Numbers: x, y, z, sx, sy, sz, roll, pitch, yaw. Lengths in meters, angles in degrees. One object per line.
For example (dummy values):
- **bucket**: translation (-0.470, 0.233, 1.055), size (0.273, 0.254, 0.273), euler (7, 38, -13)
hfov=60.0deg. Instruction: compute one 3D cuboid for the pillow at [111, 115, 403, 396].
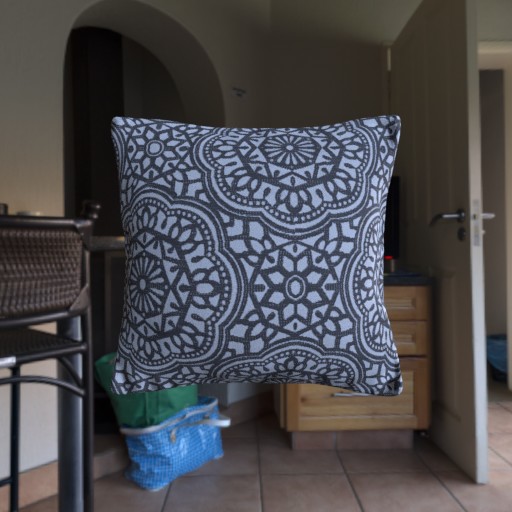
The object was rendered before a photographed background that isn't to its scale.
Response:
- **pillow**: translation (0.000, 0.000, 0.660), size (0.436, 0.417, 0.148), euler (0, 0, 1)
